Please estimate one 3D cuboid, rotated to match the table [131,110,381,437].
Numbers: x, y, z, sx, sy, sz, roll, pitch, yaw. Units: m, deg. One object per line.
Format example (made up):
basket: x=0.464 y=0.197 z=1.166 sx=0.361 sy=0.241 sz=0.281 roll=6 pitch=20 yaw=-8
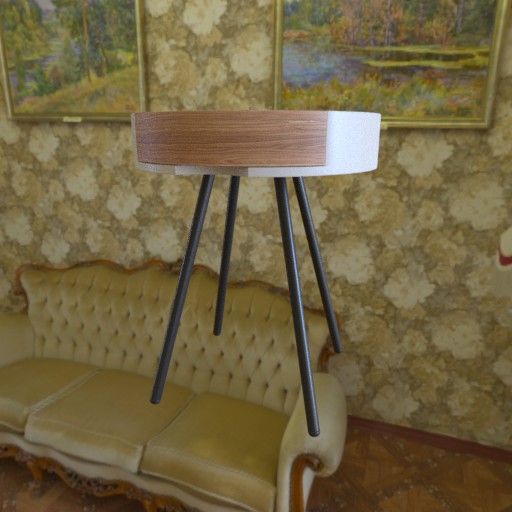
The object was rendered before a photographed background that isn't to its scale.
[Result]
table: x=0.000 y=0.000 z=0.865 sx=0.450 sy=0.525 sz=0.450 roll=0 pitch=16 yaw=0
